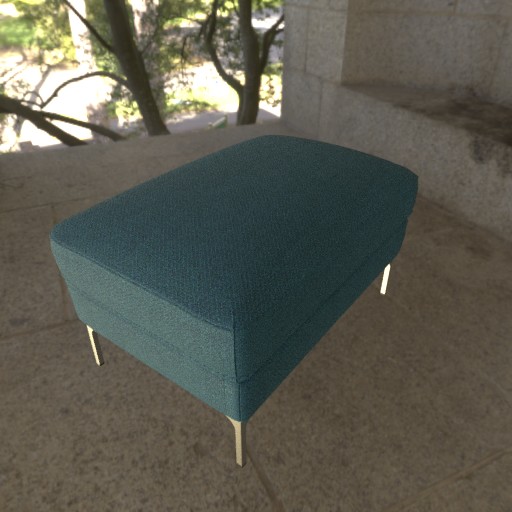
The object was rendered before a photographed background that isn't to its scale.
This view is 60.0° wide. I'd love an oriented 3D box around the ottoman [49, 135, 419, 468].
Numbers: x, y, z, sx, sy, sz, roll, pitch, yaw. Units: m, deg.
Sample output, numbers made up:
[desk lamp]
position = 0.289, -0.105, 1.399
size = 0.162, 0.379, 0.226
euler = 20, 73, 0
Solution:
[ottoman]
position = 0.000, 0.000, 1.203
size = 0.563, 0.498, 0.856
euler = 22, 38, 30
